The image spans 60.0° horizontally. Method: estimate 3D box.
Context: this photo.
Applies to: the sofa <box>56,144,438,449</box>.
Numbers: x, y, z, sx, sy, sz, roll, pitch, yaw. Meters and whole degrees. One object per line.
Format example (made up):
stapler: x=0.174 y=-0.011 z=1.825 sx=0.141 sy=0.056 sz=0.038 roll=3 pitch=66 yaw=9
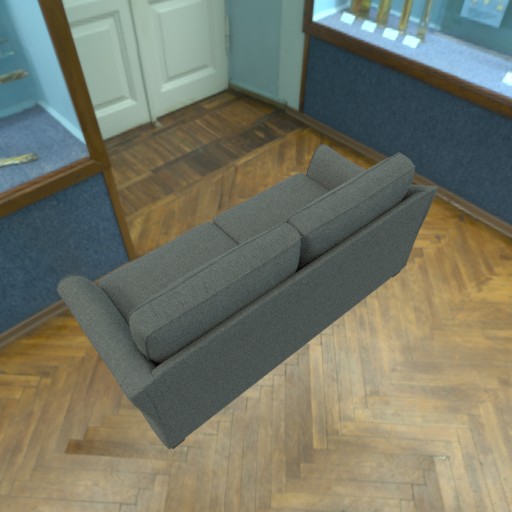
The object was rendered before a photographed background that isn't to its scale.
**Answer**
sofa: x=0.000 y=0.000 z=2.797 sx=2.203 sy=0.976 sz=1.013 roll=-32 pitch=55 yaw=-26
